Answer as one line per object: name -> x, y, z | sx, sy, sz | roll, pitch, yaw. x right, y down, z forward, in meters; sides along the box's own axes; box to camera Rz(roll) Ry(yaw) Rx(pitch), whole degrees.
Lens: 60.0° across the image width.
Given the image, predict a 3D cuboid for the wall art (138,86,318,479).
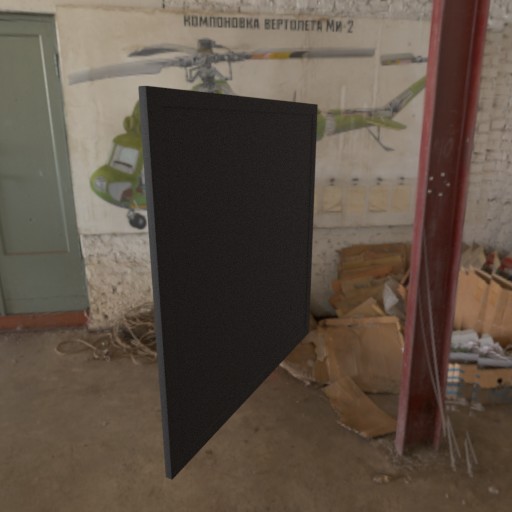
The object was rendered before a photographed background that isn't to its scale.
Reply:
wall art -> 0.000, 0.000, 0.830 | 0.012, 0.558, 0.562 | 9, 19, 27
